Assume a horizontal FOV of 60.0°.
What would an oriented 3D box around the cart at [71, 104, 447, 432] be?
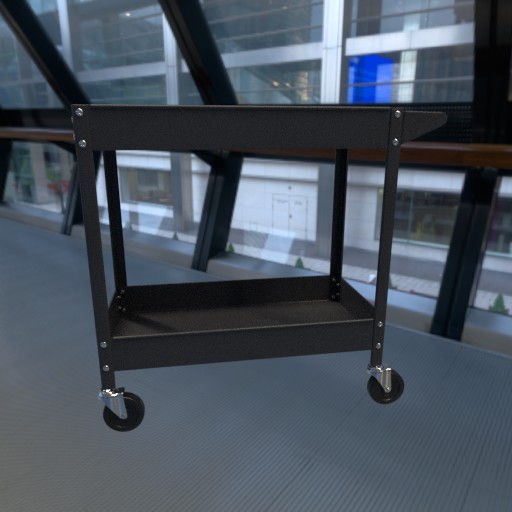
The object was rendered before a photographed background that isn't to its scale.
[{"bbox_3d":[0.000,0.000,1.146,0.779,0.719,0.366,-3,16,-9],"label":"cart"}]
